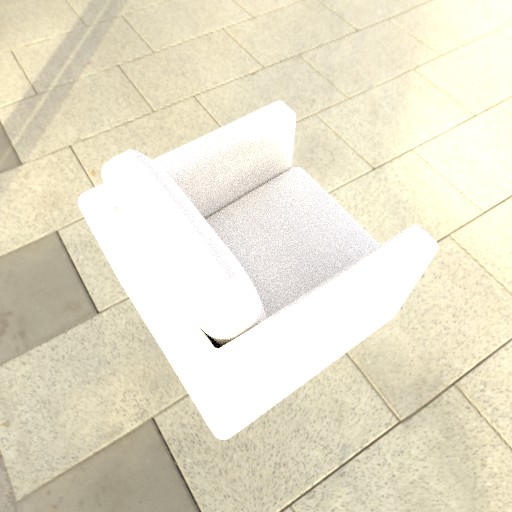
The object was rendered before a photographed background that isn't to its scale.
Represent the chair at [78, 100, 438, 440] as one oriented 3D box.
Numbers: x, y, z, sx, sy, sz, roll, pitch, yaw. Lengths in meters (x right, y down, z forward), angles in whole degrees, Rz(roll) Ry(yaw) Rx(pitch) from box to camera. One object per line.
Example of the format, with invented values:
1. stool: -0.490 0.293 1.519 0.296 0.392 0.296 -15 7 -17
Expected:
1. chair: 0.000 0.000 1.589 0.879 0.899 0.831 -31 63 -18
